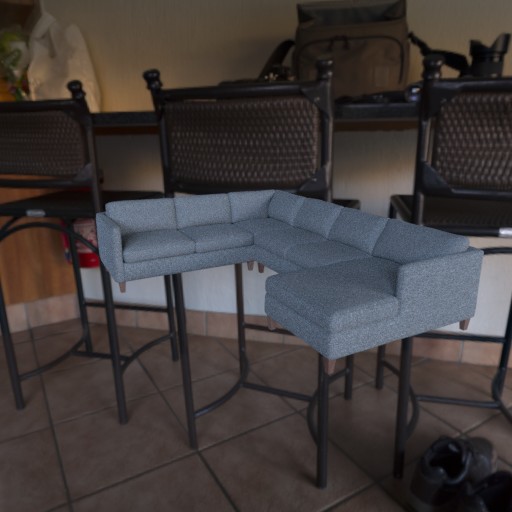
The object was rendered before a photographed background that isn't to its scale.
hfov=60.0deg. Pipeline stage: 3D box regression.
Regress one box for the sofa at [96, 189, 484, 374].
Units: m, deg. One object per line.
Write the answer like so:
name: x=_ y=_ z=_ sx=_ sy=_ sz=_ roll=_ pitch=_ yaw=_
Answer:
sofa: x=0.000 y=0.000 z=4.449 sx=2.551 sy=0.853 sz=3.238 roll=-9 pitch=19 yaw=-27
